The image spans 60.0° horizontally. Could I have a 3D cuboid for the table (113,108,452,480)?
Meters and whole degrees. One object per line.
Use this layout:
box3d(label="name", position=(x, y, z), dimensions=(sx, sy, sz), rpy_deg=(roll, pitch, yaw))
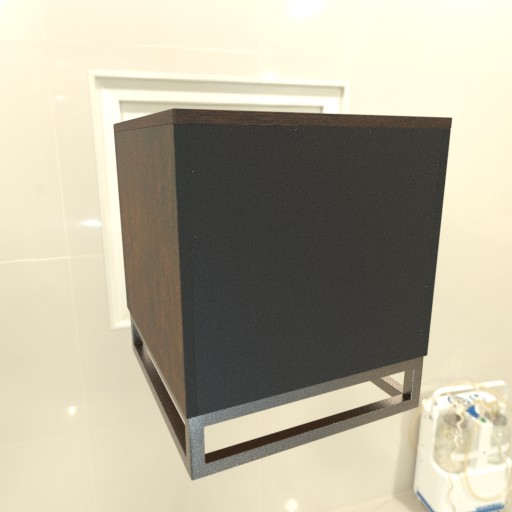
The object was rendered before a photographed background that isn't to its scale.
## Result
box3d(label="table", position=(0.000, 0.000, 1.001), dimensions=(0.506, 0.582, 0.566), rpy_deg=(-7, 16, -24))
